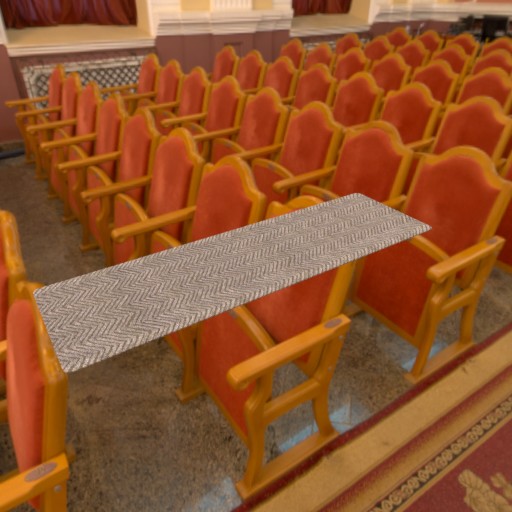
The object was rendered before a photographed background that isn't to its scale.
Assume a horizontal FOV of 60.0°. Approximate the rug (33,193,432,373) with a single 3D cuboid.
[{"bbox_3d":[0.000,0.000,2.556,2.286,0.008,0.686,-19,36,-28],"label":"rug"}]
